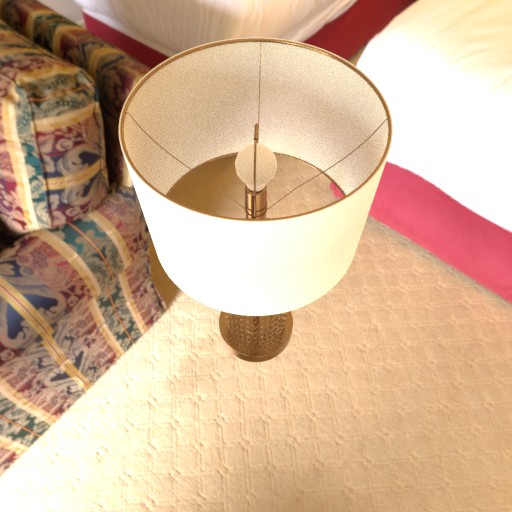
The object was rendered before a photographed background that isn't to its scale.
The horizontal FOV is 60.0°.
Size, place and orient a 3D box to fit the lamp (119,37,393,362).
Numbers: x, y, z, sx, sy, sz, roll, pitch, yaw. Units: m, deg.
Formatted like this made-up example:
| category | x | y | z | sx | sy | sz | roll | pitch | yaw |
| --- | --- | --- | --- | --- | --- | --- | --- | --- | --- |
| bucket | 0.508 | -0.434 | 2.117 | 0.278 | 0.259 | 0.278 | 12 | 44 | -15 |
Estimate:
| category | x | y | z | sx | sy | sz | roll | pitch | yaw |
| --- | --- | --- | --- | --- | --- | --- | --- | --- | --- |
| lamp | 0.000 | 0.000 | 0.614 | 0.252 | 0.483 | 0.252 | 2 | 57 | 1 |
